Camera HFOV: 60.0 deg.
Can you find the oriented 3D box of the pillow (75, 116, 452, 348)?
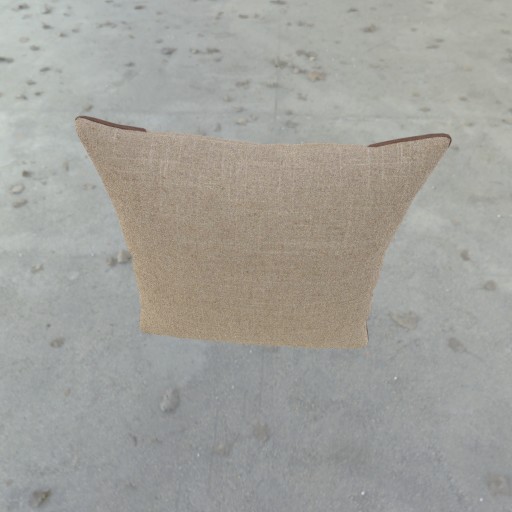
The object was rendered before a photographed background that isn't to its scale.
[{"bbox_3d":[0.000,0.000,0.669,0.437,0.448,0.147,3,47,3],"label":"pillow"}]
